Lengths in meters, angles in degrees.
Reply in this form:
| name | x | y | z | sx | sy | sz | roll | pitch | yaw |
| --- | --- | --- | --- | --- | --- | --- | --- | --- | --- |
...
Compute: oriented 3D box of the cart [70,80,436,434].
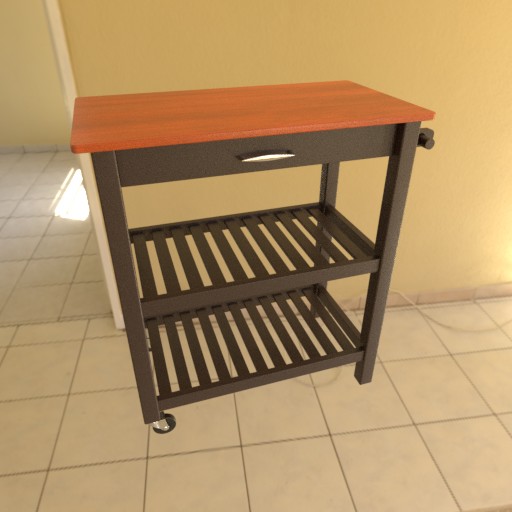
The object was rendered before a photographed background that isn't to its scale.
| name | x | y | z | sx | sy | sz | roll | pitch | yaw |
| --- | --- | --- | --- | --- | --- | --- | --- | --- | --- |
| cart | 0.000 | 0.000 | 1.394 | 0.899 | 0.927 | 0.457 | -10 | 33 | -15 |
